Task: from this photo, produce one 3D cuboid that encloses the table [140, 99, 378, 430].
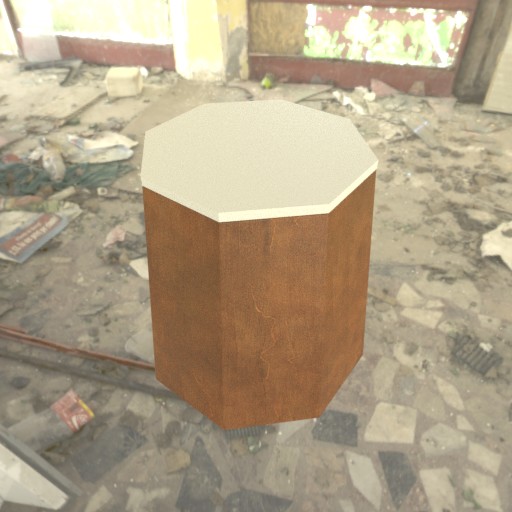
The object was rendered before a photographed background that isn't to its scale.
[{"bbox_3d":[0.000,0.000,0.836,0.439,0.457,0.439,25,47,26],"label":"table"}]
